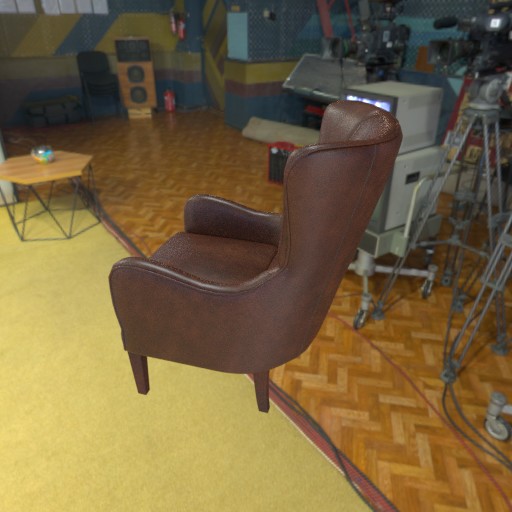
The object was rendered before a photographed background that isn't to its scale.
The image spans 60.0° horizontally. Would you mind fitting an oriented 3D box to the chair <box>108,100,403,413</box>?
[{"bbox_3d":[0.000,0.000,1.670,0.914,1.048,0.692,8,30,14],"label":"chair"}]
